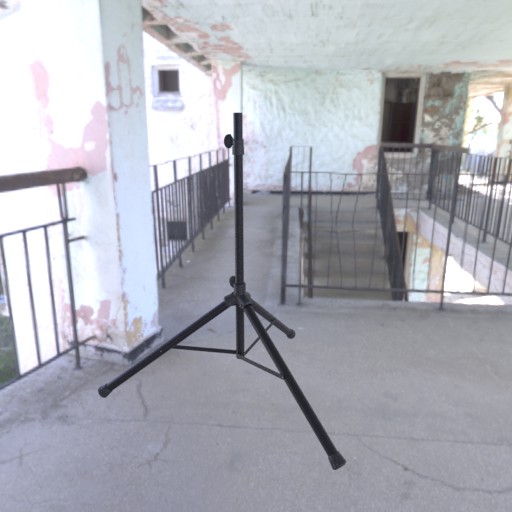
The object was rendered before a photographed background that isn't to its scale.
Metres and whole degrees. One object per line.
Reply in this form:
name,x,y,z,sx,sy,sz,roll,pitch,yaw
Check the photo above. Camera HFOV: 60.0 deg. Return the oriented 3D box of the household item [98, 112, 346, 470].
household item,0.000,0.000,1.864,1.045,1.136,0.907,8,17,25
